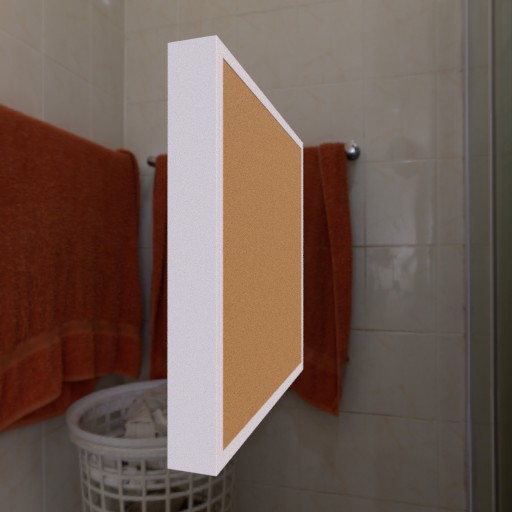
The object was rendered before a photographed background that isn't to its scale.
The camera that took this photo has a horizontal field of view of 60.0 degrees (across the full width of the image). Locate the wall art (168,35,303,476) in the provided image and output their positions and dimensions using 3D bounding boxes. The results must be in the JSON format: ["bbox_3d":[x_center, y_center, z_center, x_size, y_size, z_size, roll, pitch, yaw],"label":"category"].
[{"bbox_3d":[0.000,0.000,0.457,0.038,0.305,0.305,0,0,17],"label":"wall art"}]
